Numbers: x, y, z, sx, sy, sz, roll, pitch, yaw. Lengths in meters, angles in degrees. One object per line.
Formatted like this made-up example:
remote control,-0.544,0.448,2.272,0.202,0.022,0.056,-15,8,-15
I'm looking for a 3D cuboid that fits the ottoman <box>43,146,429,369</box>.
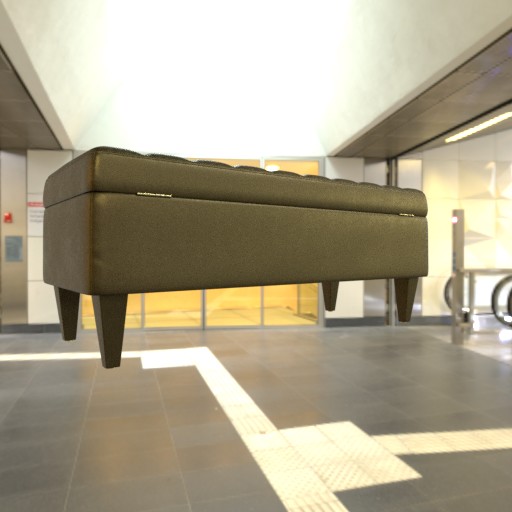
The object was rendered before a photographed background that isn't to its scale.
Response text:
ottoman,0.000,0.000,1.389,1.151,0.469,0.482,0,1,-36
